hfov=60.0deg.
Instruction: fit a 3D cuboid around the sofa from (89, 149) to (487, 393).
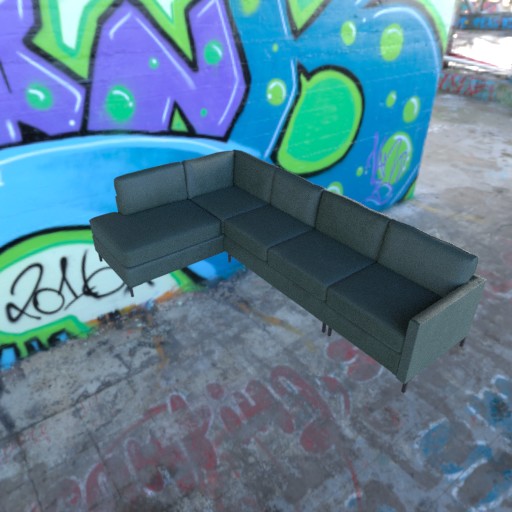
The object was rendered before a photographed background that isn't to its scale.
[{"bbox_3d":[0.000,0.000,4.261,2.048,0.996,3.384,-22,39,-31],"label":"sofa"}]
